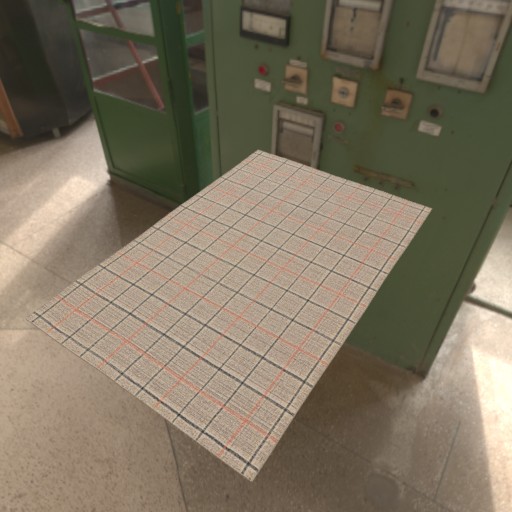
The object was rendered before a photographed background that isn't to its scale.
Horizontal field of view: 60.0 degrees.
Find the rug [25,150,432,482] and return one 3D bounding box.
[{"bbox_3d":[0.000,0.000,2.259,1.220,0.013,1.829,25,48,25],"label":"rug"}]
